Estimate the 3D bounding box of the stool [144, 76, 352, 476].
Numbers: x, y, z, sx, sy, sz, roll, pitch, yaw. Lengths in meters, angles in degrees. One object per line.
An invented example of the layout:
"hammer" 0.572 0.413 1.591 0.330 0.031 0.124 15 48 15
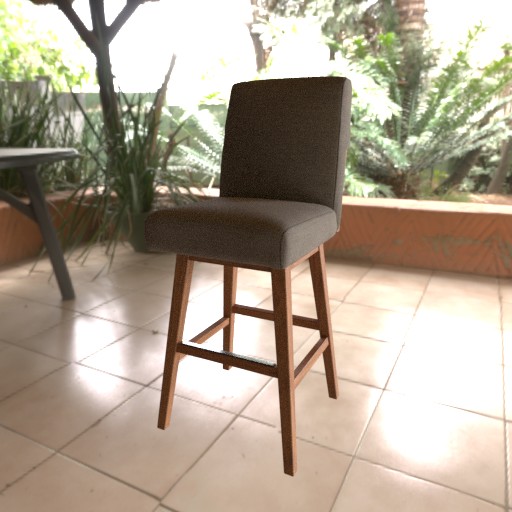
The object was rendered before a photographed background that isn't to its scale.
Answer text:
"stool" 0.000 0.000 1.414 0.483 1.112 0.570 8 17 26
